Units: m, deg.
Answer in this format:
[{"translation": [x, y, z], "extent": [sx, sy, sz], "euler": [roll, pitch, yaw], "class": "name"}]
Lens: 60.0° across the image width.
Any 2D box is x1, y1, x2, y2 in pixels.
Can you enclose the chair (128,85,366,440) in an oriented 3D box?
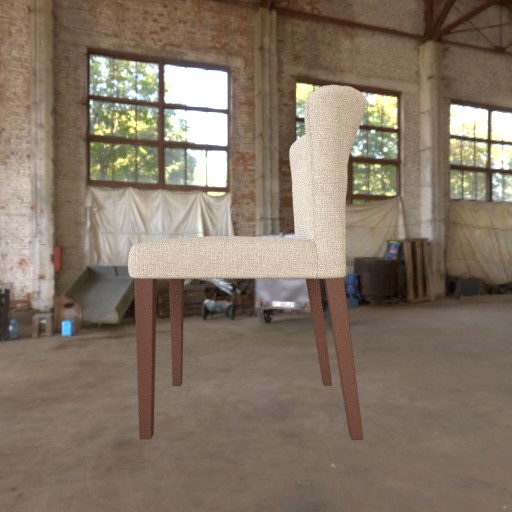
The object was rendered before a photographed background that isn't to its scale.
[{"translation": [0.000, 0.000, 1.230], "extent": [0.589, 0.839, 0.491], "euler": [0, 0, 0], "class": "chair"}]
